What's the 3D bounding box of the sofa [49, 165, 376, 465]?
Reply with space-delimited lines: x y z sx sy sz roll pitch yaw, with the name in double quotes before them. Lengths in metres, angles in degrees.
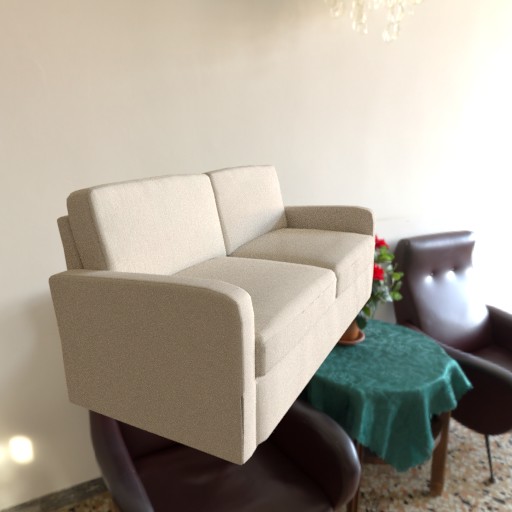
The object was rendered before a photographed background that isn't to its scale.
"sofa" 0.000 0.000 2.237 0.894 0.831 1.808 8 17 26
